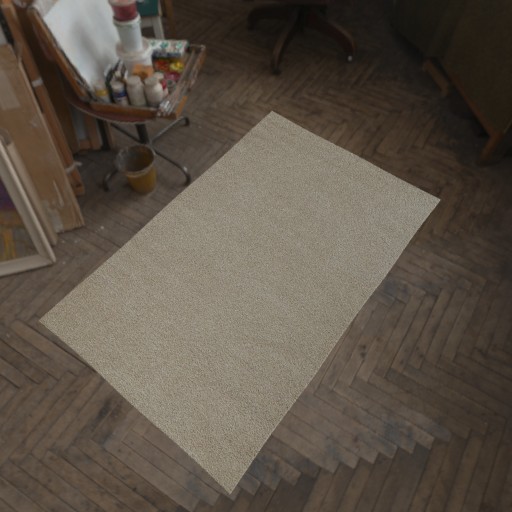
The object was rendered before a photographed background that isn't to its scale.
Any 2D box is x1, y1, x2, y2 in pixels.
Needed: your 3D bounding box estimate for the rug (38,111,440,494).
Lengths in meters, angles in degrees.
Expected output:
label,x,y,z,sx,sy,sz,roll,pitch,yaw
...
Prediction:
label,x,y,z,sx,sy,sz,roll,pitch,yaw
rug,0.000,0.000,2.921,1.500,0.025,2.346,34,64,19
